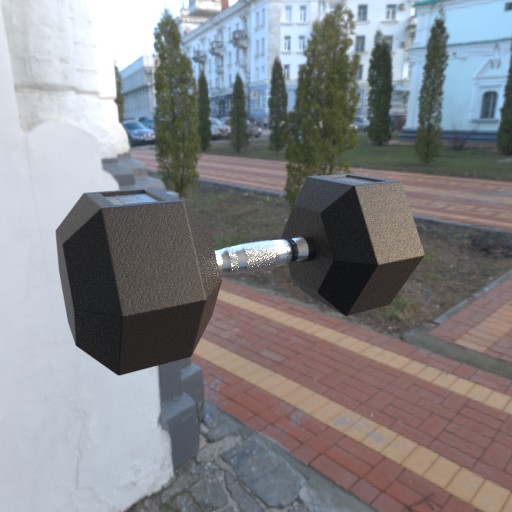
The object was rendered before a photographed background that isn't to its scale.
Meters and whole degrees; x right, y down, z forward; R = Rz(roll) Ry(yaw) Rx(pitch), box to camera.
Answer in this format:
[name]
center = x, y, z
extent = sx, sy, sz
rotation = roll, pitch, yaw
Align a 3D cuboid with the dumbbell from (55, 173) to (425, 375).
[dumbbell]
center = 0.000, 0.000, 0.479
extent = 0.384, 0.150, 0.173
rotation = -9, 19, -27
